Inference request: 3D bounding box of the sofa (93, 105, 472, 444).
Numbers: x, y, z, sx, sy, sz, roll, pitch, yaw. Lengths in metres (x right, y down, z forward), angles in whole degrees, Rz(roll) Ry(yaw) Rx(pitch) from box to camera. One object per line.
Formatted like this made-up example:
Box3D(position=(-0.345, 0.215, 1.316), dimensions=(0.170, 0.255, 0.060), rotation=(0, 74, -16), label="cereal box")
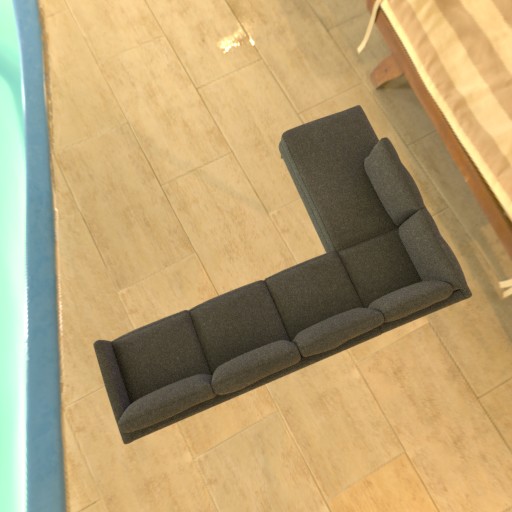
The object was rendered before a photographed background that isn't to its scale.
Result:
Box3D(position=(0.000, 0.000, 3.778), dimensions=(2.949, 0.815, 2.007), rotation=(-22, 76, -6), label="sofa")
